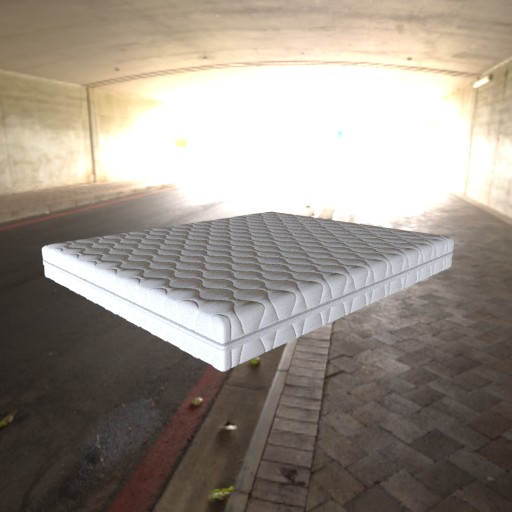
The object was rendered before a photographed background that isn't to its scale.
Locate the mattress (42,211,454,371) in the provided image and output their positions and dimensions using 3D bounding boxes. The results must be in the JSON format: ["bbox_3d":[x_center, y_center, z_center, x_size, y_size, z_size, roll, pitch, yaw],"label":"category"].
[{"bbox_3d":[0.000,0.000,2.660,1.900,0.200,1.600,-14,19,-43],"label":"mattress"}]
